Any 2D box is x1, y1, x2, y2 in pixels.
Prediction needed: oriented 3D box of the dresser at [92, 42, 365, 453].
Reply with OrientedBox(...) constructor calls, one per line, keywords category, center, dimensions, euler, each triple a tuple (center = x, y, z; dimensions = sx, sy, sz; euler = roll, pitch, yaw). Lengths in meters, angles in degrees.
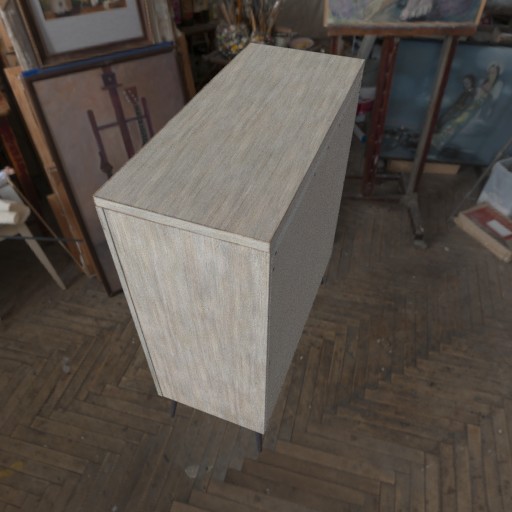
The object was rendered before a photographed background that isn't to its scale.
OrientedBox(category="dresser", center=(0.000, 0.000, 1.757), dimensions=(0.457, 1.219, 1.016), euler=(15, 48, 14))
